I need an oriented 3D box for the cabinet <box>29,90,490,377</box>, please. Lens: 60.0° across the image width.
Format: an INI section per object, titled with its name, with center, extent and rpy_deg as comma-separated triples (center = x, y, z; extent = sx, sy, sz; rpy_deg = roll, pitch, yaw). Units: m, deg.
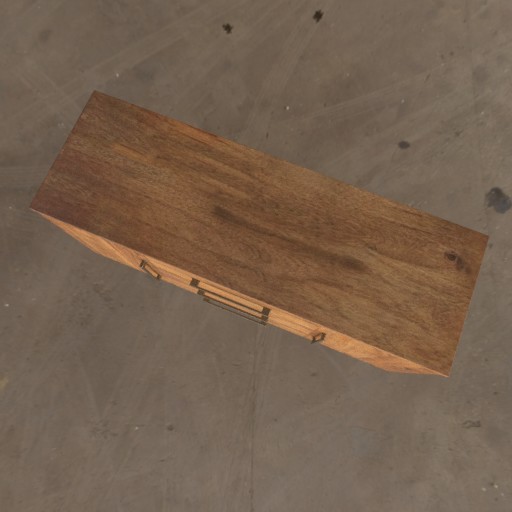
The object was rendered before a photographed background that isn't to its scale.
[cabinet]
center = 0.000, 0.000, 1.780
extent = 1.373, 0.812, 0.480
rpy_deg = 21, 77, 5
